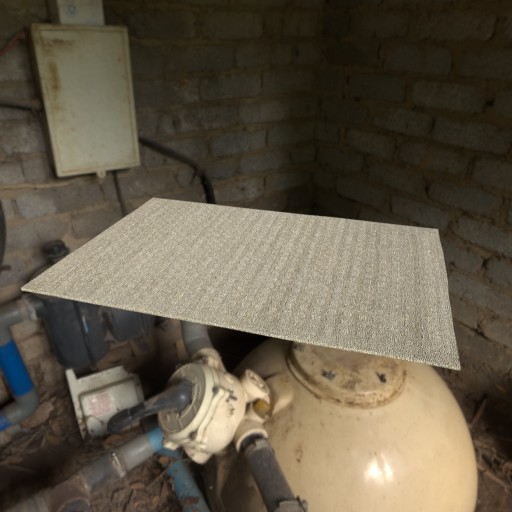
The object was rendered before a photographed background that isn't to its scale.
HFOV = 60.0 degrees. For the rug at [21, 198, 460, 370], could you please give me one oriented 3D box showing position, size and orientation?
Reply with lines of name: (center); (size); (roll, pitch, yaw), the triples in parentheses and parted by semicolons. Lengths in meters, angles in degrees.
rug: (0.000, 0.000, 2.837); (2.297, 0.018, 1.532); (8, 28, 15)
